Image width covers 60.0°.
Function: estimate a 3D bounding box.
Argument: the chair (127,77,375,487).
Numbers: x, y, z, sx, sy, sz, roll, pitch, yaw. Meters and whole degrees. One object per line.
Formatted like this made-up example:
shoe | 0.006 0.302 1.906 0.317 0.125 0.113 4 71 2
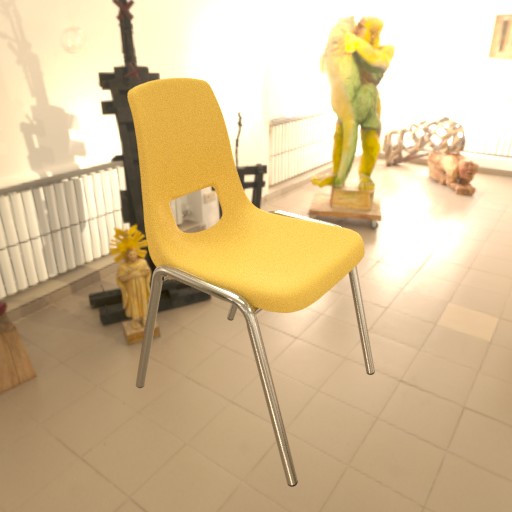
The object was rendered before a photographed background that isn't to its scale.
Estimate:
chair | 0.000 0.000 0.897 0.436 0.653 0.381 17 31 31
